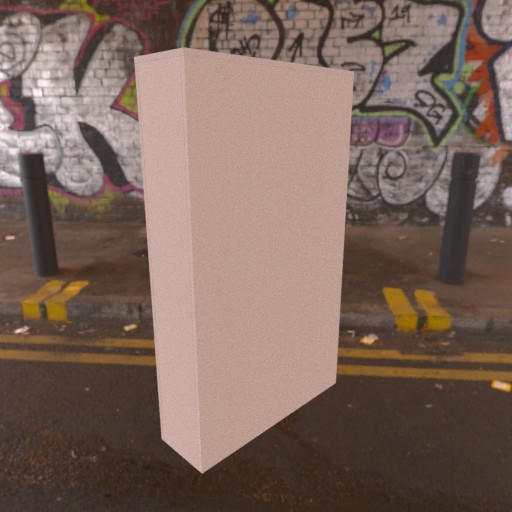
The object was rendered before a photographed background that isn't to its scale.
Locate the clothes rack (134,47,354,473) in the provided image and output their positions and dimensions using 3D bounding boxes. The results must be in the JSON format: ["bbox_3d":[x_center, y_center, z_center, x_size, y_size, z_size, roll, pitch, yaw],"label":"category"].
[{"bbox_3d":[0.000,0.000,1.610,0.750,1.280,0.250,-16,23,-43],"label":"clothes rack"}]
